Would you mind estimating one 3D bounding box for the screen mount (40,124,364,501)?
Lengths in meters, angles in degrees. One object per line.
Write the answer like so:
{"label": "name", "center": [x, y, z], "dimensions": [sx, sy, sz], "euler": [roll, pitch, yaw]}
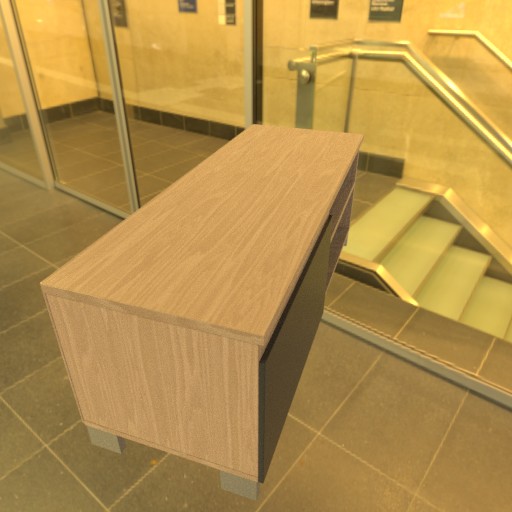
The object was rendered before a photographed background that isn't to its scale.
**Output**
{"label": "screen mount", "center": [0.000, 0.000, 1.246], "dimensions": [0.406, 0.432, 1.084], "euler": [10, 33, 16]}
